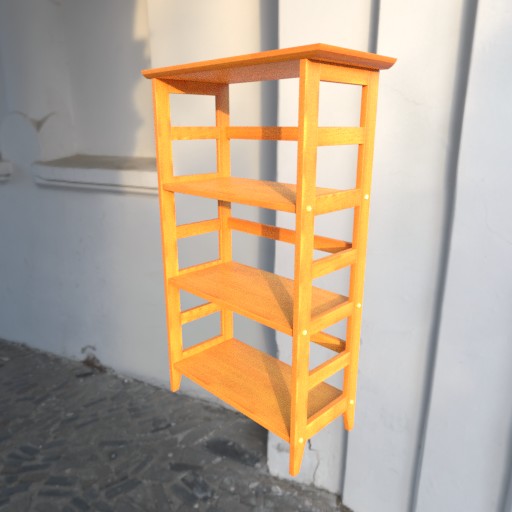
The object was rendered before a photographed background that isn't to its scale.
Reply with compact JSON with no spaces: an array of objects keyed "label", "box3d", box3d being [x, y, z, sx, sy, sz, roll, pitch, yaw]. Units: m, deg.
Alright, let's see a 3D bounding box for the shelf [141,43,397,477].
[{"label":"shelf","box3d":[0.000,0.000,1.340,0.305,1.067,0.660,-16,23,-43]}]
